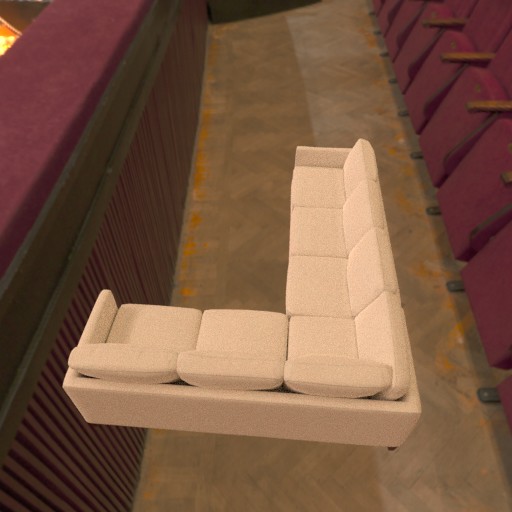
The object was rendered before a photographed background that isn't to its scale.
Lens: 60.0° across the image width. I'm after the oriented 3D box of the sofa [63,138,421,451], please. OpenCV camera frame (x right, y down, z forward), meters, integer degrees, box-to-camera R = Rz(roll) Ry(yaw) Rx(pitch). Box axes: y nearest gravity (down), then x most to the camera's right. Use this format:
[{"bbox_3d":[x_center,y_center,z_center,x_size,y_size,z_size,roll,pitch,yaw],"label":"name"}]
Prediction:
[{"bbox_3d":[0.000,0.000,4.396,2.593,0.947,3.302,3,47,3],"label":"sofa"}]
